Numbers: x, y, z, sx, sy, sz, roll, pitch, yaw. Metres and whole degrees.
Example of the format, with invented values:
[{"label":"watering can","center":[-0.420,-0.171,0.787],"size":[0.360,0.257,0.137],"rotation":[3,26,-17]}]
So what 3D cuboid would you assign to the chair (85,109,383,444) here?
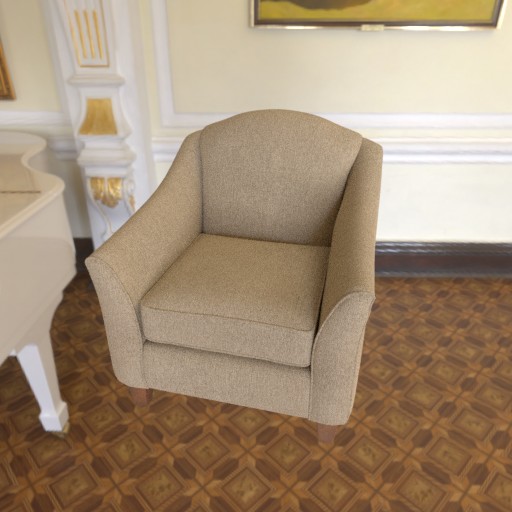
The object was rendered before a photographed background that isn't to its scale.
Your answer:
[{"label":"chair","center":[0.000,0.000,1.481],"size":[0.763,0.839,0.787],"rotation":[7,28,13]}]
